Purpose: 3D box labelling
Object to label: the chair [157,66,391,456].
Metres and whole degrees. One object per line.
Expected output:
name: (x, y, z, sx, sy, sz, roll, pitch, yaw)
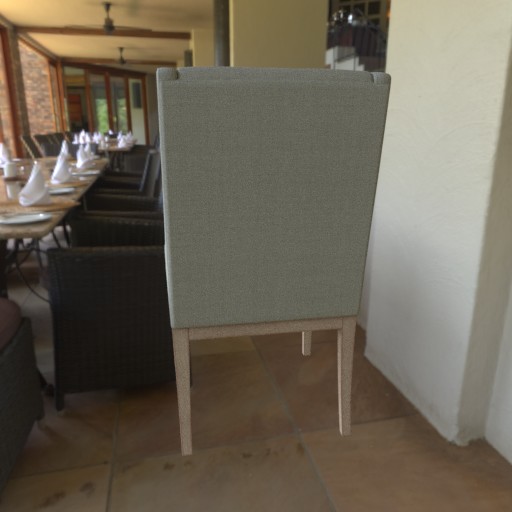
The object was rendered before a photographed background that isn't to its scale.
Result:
chair: (0.000, 0.000, 1.380, 0.575, 1.021, 0.611, -3, 16, -10)
